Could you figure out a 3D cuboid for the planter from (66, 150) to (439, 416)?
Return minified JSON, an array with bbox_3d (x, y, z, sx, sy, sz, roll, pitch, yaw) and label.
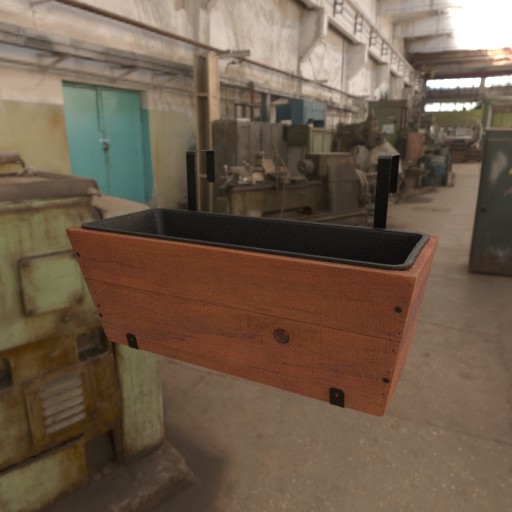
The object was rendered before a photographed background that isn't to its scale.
[{"bbox_3d":[0.000,0.000,0.650,0.480,0.289,0.262,8,17,27],"label":"planter"}]
